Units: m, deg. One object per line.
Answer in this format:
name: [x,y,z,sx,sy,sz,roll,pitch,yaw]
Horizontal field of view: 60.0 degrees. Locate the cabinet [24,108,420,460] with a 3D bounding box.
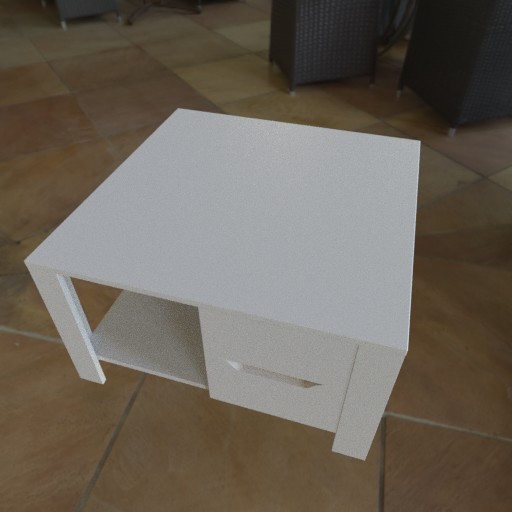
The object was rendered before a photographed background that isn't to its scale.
cabinet: [0.000,0.000,1.302,0.800,0.460,0.800,12,44,12]
